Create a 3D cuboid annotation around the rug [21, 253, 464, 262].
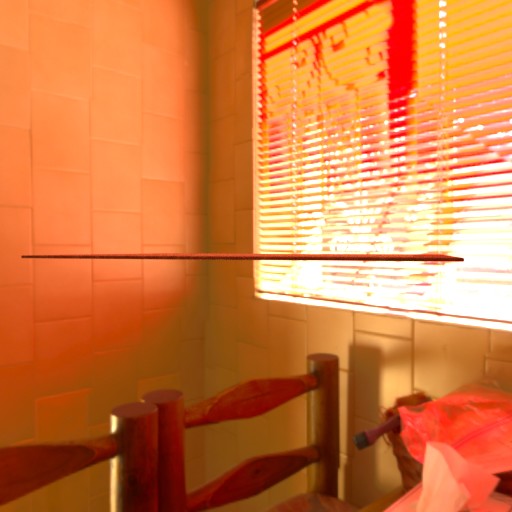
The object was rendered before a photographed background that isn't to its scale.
[{"bbox_3d":[0.000,0.000,2.279,1.829,0.014,1.219,0,1,19],"label":"rug"}]
